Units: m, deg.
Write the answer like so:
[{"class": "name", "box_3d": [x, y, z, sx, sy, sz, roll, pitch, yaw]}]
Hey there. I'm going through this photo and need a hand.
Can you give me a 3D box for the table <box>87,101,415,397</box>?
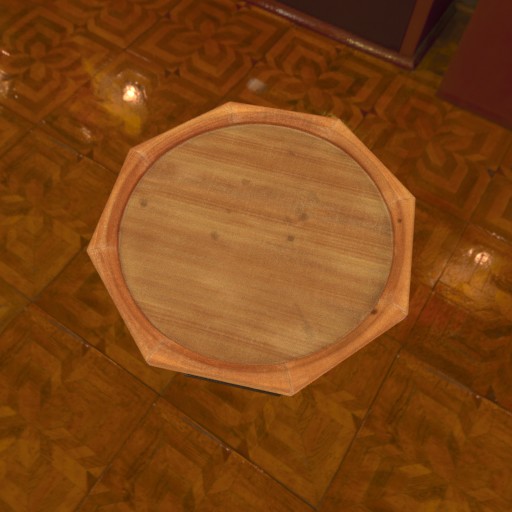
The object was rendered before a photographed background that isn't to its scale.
[{"class": "table", "box_3d": [0.000, 0.000, 1.525, 1.002, 0.444, 1.002, 0, 64, 0]}]
